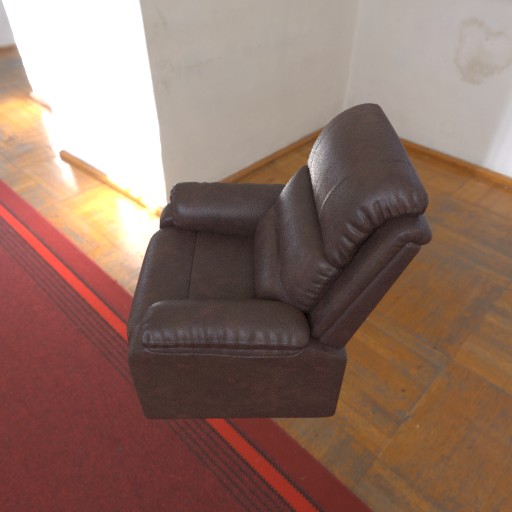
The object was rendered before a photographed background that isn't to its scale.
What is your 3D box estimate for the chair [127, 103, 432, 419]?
[{"bbox_3d":[0.000,0.000,1.631,0.919,0.992,0.855,-1,42,-1],"label":"chair"}]
